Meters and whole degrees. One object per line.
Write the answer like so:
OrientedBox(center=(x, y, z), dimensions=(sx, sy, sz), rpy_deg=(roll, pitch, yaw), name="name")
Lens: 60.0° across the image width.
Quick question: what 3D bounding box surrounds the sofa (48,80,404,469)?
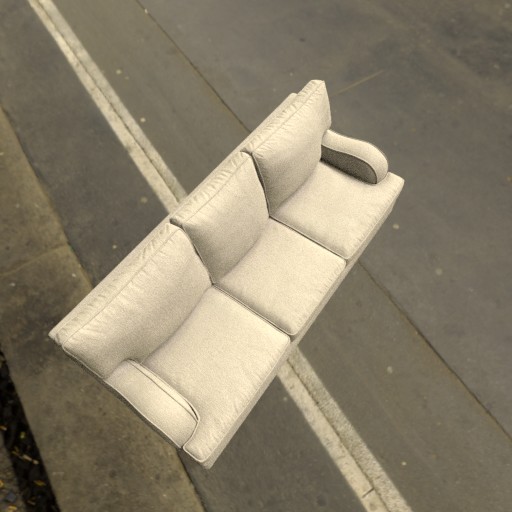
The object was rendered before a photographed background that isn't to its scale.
OrientedBox(center=(0.000, 0.000, 2.830), dimensions=(1.016, 0.991, 2.323), rpy_deg=(32, 65, 17), name="sofa")
